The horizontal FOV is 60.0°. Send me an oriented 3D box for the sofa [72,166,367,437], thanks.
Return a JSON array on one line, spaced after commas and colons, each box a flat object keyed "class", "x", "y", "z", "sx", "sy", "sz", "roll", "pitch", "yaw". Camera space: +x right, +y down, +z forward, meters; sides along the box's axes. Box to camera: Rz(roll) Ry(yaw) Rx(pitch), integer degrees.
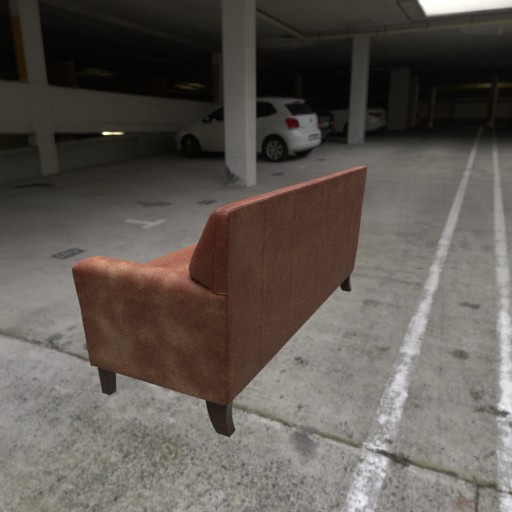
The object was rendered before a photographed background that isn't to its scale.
[{"class": "sofa", "x": 0.000, "y": 0.000, "z": 2.638, "sx": 0.805, "sy": 0.947, "sz": 2.053, "roll": 8, "pitch": 18, "yaw": 25}]
